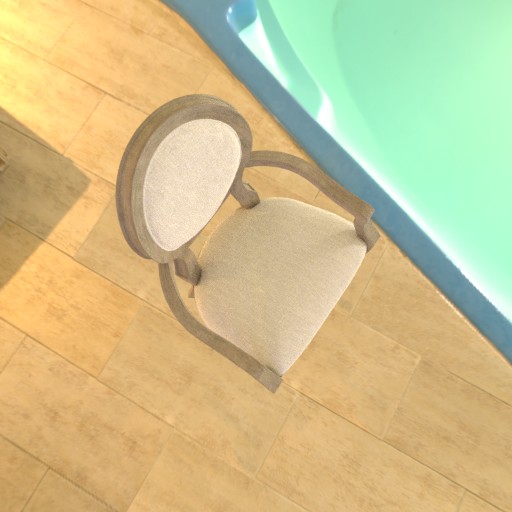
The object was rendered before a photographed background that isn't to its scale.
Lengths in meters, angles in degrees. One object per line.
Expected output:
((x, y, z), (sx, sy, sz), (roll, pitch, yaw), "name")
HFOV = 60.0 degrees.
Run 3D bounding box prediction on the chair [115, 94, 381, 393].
((0.000, 0.000, 1.379), (0.602, 0.991, 0.611), (35, 79, 8), "chair")
